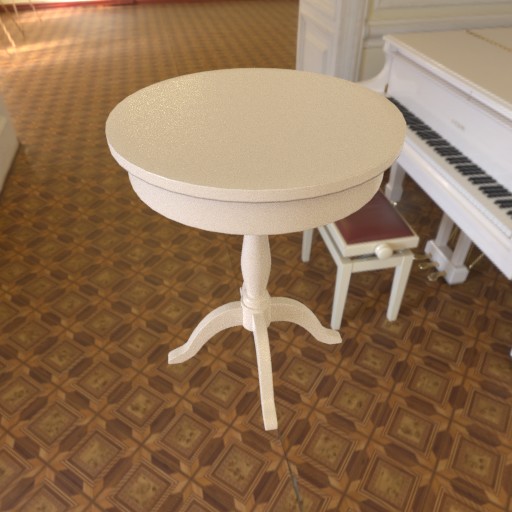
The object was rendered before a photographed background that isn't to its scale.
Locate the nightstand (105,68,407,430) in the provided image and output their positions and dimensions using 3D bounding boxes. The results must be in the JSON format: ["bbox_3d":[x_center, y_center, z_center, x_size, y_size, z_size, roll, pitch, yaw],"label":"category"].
[{"bbox_3d":[0.000,0.000,0.986,0.513,0.653,0.513,0,40,0],"label":"nightstand"}]
